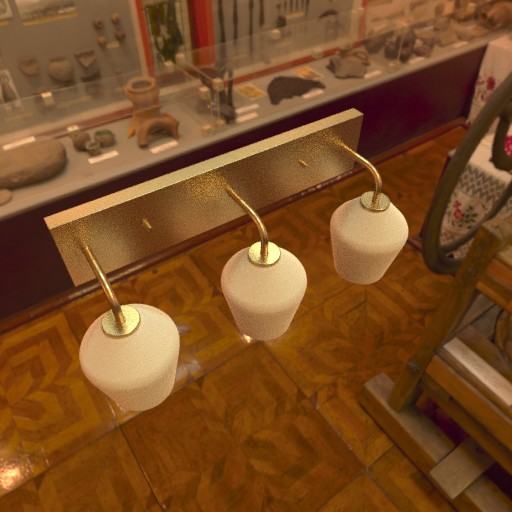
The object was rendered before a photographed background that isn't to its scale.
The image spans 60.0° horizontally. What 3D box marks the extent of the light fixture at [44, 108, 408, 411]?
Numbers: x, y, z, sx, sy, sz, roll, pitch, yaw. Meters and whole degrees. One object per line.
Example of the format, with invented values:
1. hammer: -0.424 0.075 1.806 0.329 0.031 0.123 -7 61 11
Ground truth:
1. light fixture: 0.000 0.000 0.722 0.609 0.280 0.190 -25 51 -22
